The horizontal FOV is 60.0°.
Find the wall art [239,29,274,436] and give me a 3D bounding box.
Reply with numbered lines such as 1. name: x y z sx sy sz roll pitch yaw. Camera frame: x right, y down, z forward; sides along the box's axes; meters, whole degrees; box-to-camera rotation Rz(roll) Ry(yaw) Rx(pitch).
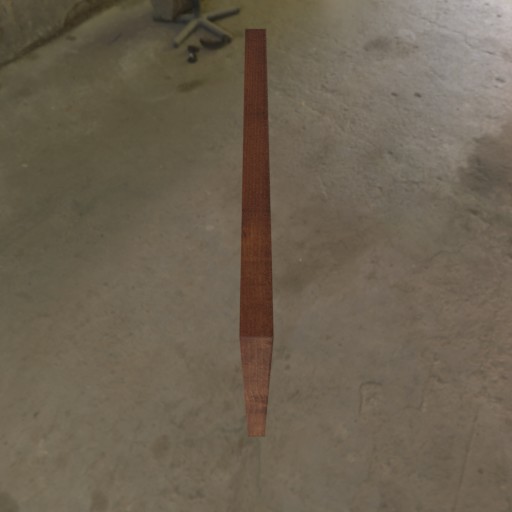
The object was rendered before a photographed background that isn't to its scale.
1. wall art: 0.000 0.000 0.850 0.037 0.572 0.554 0 58 0
